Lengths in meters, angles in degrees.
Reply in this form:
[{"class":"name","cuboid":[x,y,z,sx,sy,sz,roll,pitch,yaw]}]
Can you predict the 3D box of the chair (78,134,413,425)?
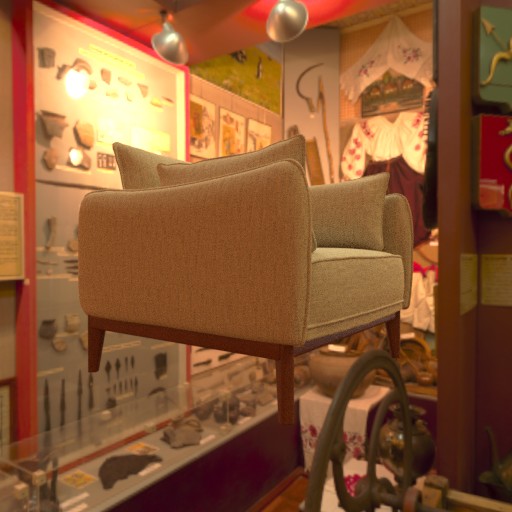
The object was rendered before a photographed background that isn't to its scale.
[{"class":"chair","cuboid":[0.000,0.000,1.748,0.991,0.855,0.994,1,1,36]}]
